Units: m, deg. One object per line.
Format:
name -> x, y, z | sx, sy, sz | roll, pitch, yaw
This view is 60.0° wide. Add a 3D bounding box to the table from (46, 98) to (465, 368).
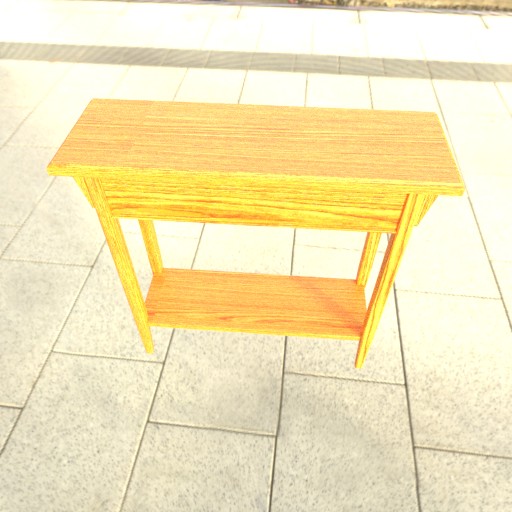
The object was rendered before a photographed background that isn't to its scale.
table -> 0.000, 0.000, 1.145 | 0.762, 0.711, 0.254 | 3, 48, 3
